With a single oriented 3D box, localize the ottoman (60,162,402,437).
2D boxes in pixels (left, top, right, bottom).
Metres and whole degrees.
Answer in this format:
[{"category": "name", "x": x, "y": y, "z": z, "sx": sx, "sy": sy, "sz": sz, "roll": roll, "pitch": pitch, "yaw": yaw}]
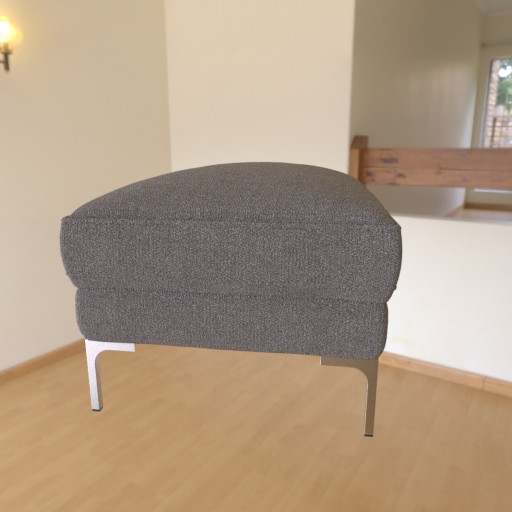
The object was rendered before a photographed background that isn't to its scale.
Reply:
[{"category": "ottoman", "x": 0.000, "y": 0.000, "z": 1.133, "sx": 0.583, "sy": 0.464, "sz": 0.785, "roll": 2, "pitch": 14, "yaw": 8}]
